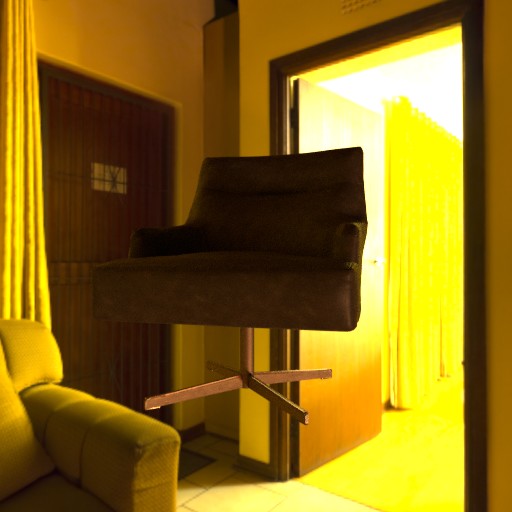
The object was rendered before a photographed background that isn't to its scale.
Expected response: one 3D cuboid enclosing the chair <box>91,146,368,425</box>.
[{"bbox_3d":[0.000,0.000,1.523,0.738,0.870,0.874,0,-1,17],"label":"chair"}]
